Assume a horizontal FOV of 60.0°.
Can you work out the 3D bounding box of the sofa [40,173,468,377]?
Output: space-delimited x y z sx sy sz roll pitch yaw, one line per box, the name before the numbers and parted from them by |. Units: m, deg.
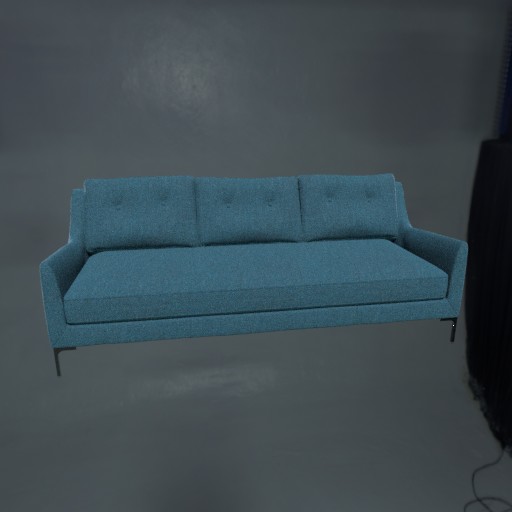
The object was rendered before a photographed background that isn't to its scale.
sofa | 0.000 0.000 2.479 2.060 0.837 0.849 -3 17 -9
